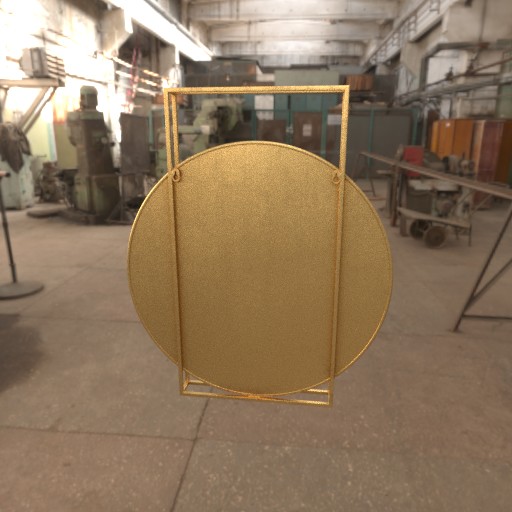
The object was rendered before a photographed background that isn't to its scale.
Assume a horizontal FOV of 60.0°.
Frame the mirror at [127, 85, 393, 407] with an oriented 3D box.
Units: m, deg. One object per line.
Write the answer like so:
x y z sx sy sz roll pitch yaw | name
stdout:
0.000 0.000 0.848 0.508 0.603 0.051 2 16 7 | mirror
